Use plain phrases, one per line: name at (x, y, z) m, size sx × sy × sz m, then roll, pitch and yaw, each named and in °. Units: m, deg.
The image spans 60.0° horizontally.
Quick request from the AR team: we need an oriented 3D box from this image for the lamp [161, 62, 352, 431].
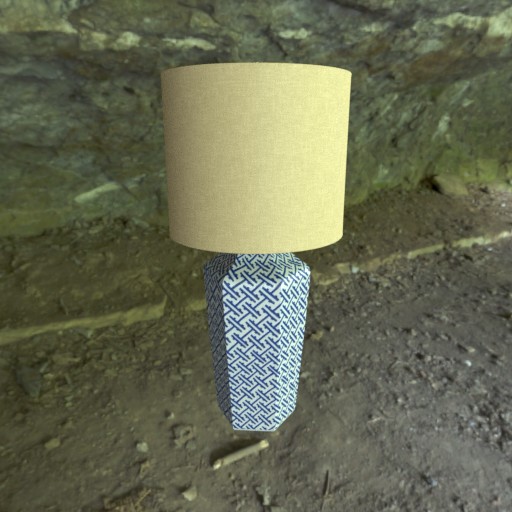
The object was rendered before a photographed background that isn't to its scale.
lamp at (0.000, 0.000, 0.846) m, size 0.320 × 0.682 × 0.320 m, roll 2°, pitch 16°, yaw 8°
